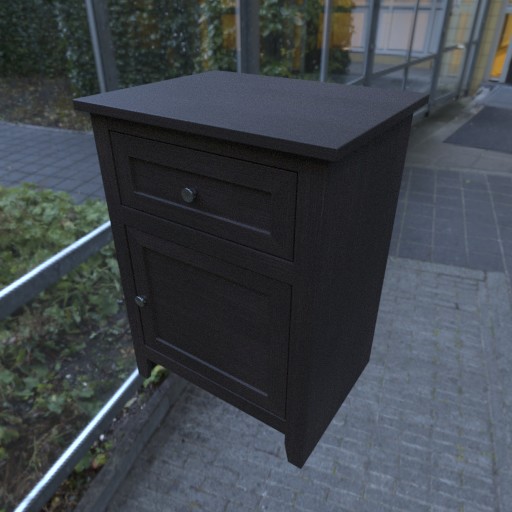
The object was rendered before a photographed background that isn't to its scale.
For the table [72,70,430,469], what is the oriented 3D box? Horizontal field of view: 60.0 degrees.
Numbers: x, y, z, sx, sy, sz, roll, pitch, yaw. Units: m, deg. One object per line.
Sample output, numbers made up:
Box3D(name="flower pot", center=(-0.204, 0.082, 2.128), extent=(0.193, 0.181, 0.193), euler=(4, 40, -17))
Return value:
Box3D(name="table", center=(0.000, 0.000, 0.920), extent=(0.480, 0.635, 0.381), euler=(19, 36, 29))
